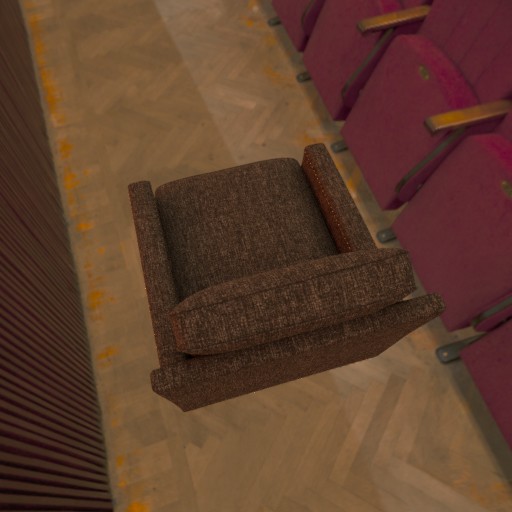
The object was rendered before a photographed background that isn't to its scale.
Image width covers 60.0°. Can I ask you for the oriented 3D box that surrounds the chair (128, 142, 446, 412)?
[{"bbox_3d":[0.000,0.000,1.724,0.853,0.943,1.014,-14,60,-8],"label":"chair"}]
